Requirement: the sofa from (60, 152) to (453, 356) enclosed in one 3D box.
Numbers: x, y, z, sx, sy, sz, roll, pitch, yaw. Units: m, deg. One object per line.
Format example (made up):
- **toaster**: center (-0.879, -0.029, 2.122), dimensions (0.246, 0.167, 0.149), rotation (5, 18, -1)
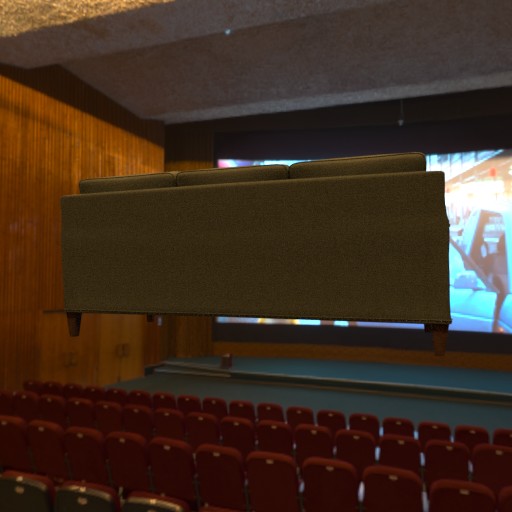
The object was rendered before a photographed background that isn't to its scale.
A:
- **sofa**: center (0.000, 0.000, 2.837), dimensions (2.246, 1.003, 1.084), rotation (-1, -2, 18)
